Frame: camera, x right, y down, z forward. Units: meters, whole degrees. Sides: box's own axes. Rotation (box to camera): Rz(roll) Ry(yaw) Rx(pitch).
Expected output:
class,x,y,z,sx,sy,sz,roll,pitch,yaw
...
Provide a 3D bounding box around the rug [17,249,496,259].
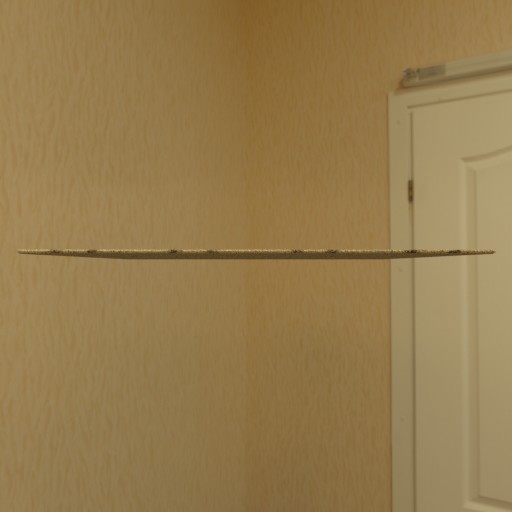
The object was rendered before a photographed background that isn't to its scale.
class,x,y,z,sx,sy,sz,roll,pitch,yaw
rug,0.000,0.000,3.946,3.000,0.026,2.399,0,-1,-1
